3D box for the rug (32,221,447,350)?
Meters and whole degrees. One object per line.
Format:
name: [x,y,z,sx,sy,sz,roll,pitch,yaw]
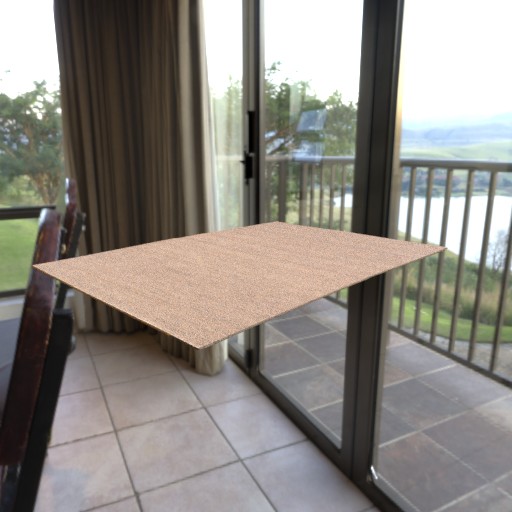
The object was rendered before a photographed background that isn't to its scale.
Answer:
rug: [0.000,0.000,2.926,1.624,0.030,2.264,13,19,43]
